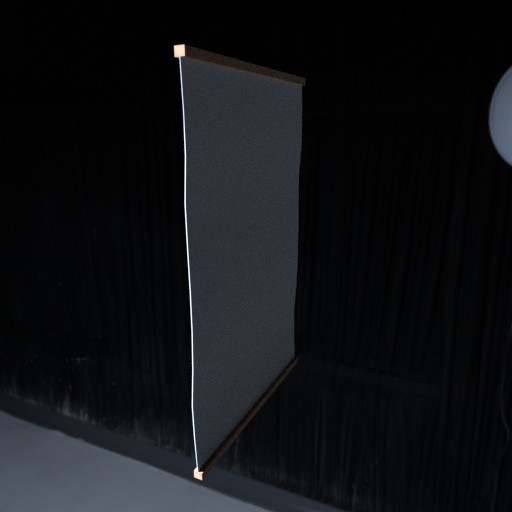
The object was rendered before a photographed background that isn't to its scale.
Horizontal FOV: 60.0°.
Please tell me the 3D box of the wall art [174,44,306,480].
[{"bbox_3d":[0.000,0.000,0.641,0.012,0.508,0.332,8,18,25],"label":"wall art"}]
